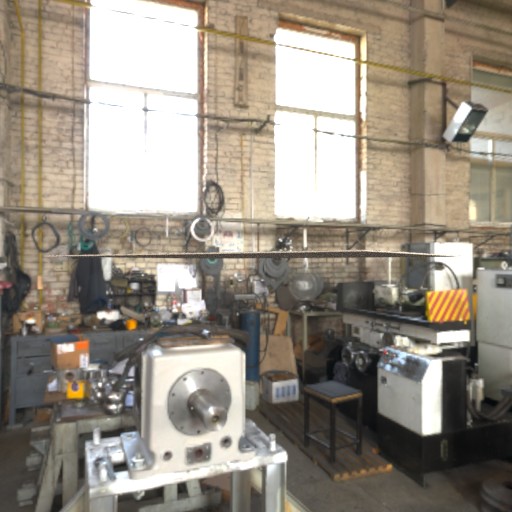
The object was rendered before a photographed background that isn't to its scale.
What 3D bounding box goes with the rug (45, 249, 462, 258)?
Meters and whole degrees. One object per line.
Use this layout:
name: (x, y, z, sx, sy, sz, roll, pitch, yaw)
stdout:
rug: (0.000, 0.000, 4.258, 3.205, 0.015, 2.437, -1, -1, 36)
